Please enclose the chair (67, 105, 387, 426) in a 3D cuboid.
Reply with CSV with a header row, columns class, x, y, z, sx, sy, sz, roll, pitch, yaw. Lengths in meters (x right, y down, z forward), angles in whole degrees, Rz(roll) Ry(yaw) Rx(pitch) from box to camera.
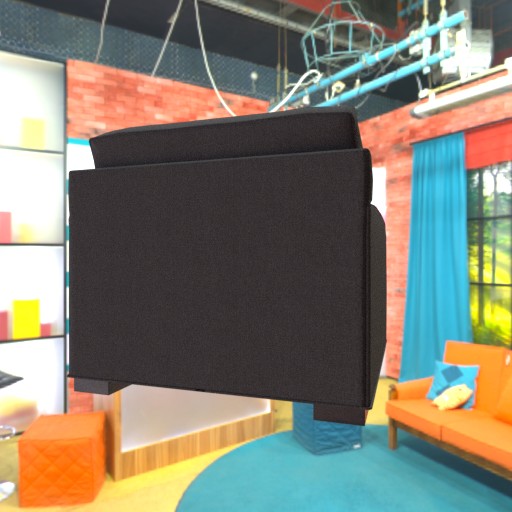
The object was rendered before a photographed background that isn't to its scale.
class,x,y,z,sx,sy,sz,roll,pitch,yaw
chair,0.000,0.000,1.817,0.997,0.913,1.043,0,0,19
